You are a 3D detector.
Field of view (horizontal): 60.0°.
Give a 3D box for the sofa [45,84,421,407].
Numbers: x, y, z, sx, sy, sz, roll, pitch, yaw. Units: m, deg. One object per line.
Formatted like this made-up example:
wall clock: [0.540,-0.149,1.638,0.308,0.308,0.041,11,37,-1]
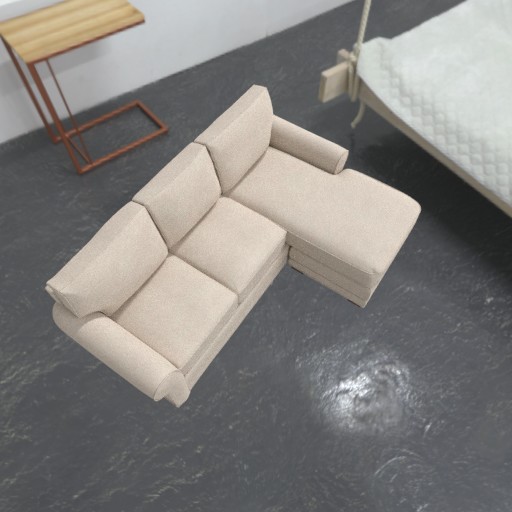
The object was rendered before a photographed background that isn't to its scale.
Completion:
sofa: [0.000,0.000,2.368,1.226,0.734,1.770,30,63,17]
